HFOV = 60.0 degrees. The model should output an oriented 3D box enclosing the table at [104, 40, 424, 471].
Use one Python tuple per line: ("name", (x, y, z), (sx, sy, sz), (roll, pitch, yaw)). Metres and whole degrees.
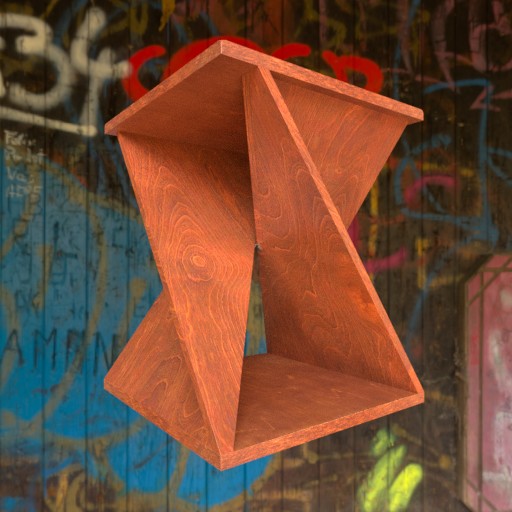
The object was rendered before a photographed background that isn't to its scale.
("table", (0.000, 0.000, 0.831), (0.427, 0.520, 0.427), (0, -1, -37))
